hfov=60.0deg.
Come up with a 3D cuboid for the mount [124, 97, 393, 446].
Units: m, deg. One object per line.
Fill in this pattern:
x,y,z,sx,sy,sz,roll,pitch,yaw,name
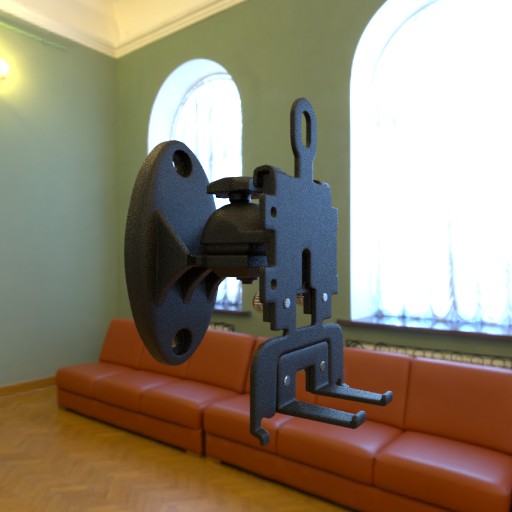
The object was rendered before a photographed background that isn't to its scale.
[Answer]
0.000,0.000,0.179,0.100,0.118,0.066,0,-1,36,mount
